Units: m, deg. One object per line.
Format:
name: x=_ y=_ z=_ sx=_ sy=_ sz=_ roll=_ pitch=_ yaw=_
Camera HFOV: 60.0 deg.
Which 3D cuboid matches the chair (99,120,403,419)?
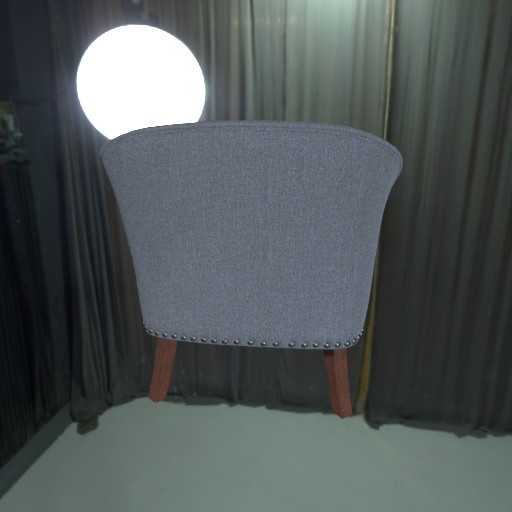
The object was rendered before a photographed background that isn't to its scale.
chair: x=0.000 y=0.000 z=1.405 sx=0.798 sy=0.815 sz=0.704 roll=2 pitch=17 yaw=8
